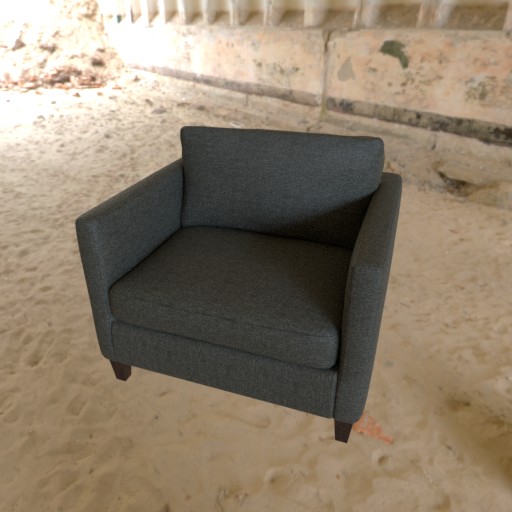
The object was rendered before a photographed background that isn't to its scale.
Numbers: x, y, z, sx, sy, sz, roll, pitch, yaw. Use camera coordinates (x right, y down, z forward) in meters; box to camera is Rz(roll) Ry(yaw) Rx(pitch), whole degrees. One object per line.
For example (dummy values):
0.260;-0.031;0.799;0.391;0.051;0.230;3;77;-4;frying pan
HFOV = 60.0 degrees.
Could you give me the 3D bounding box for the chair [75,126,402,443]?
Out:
0.000;0.000;1.903;1.107;0.963;0.959;10;30;17;chair
